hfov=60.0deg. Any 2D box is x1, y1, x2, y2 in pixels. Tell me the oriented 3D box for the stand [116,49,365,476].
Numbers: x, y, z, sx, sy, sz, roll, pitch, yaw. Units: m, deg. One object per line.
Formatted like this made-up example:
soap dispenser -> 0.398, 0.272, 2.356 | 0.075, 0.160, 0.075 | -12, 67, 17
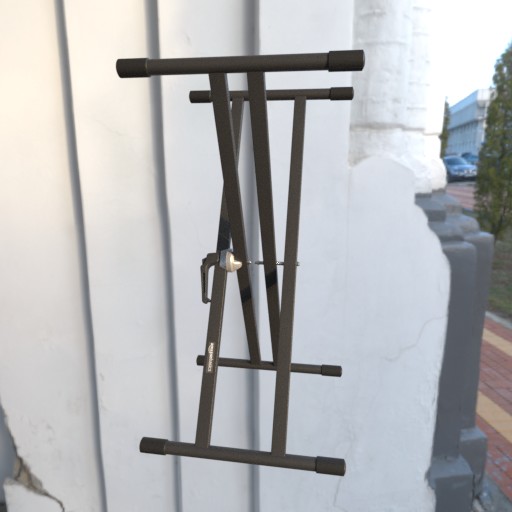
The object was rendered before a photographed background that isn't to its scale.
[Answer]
stand -> 0.000, 0.000, 1.176 | 0.495, 0.900, 0.503 | 2, 13, 9
